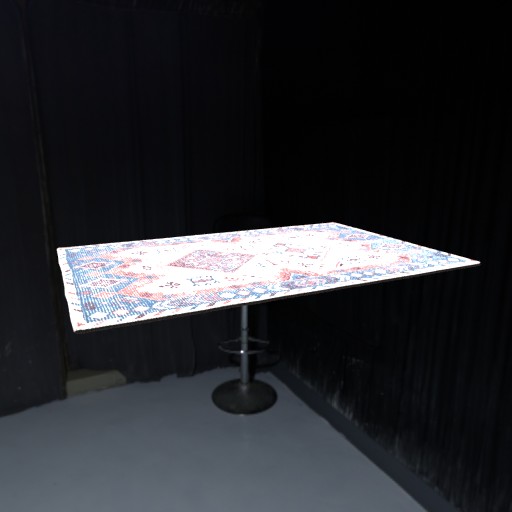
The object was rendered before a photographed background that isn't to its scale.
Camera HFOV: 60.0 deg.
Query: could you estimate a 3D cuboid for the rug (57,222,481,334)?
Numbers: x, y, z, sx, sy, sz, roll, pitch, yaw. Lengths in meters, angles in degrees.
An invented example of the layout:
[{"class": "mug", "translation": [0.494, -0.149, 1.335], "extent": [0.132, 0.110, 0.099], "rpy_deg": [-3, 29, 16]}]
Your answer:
[{"class": "rug", "translation": [0.000, 0.000, 2.282], "extent": [1.840, 0.015, 1.225], "rpy_deg": [-7, 16, -25]}]
